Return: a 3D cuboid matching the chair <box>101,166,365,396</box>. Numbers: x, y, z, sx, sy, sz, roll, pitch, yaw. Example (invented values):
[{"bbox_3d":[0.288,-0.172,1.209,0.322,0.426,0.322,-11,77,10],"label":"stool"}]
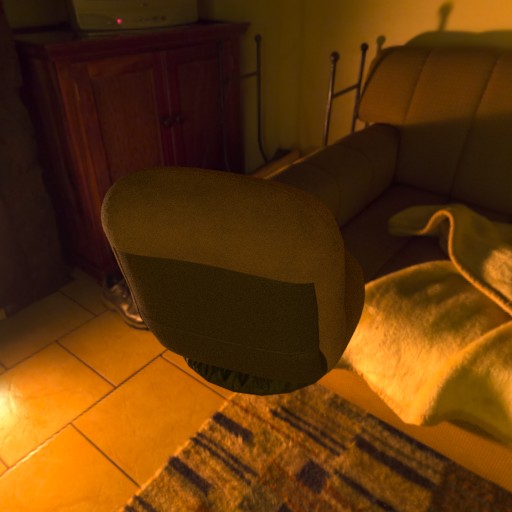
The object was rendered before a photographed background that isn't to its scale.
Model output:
[{"bbox_3d":[0.000,0.000,1.043,0.521,0.594,0.597,10,34,15],"label":"chair"}]
